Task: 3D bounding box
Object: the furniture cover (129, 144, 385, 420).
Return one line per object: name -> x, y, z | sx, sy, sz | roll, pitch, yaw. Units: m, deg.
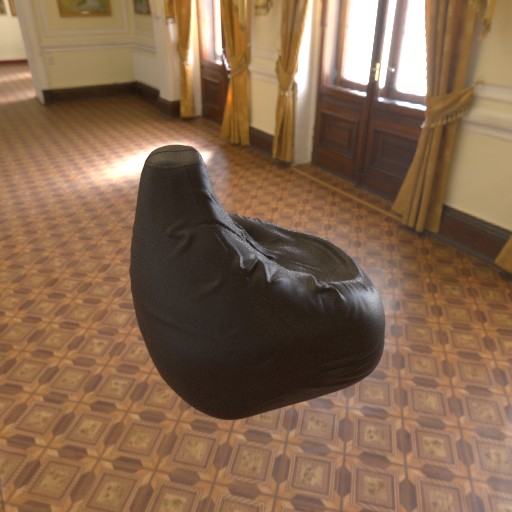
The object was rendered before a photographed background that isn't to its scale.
furniture cover -> 0.000, 0.000, 1.917 | 1.070, 0.990, 1.070 | -10, 32, -17
